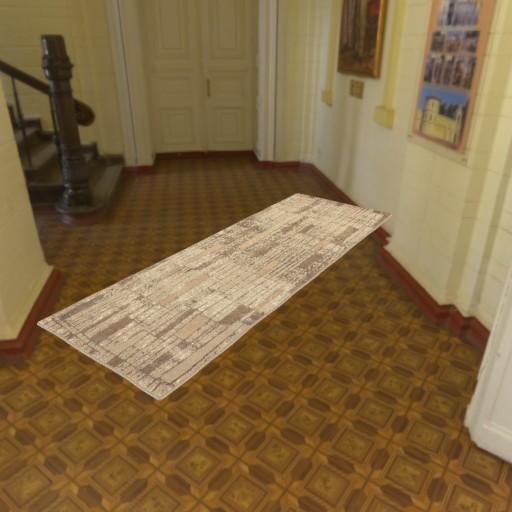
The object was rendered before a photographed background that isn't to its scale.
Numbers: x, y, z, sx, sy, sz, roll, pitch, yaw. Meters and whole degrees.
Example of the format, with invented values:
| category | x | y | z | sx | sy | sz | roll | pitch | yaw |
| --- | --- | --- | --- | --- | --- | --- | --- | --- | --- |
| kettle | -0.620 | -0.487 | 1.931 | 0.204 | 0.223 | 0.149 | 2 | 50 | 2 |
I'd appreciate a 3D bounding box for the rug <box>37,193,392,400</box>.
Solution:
| category | x | y | z | sx | sy | sz | roll | pitch | yaw |
| --- | --- | --- | --- | --- | --- | --- | --- | --- | --- |
| rug | 0.000 | 0.000 | 2.741 | 0.857 | 0.018 | 2.383 | 18 | 32 | 32 |
